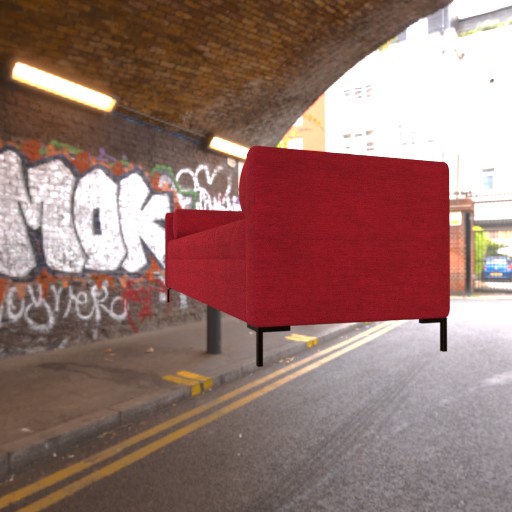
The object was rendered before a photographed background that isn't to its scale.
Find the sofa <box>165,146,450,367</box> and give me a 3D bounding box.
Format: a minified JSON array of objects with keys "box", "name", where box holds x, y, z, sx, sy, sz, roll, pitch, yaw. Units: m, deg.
[{"box":[0.000,0.000,2.275,0.686,0.635,1.981,0,0,-19],"name":"sofa"}]
